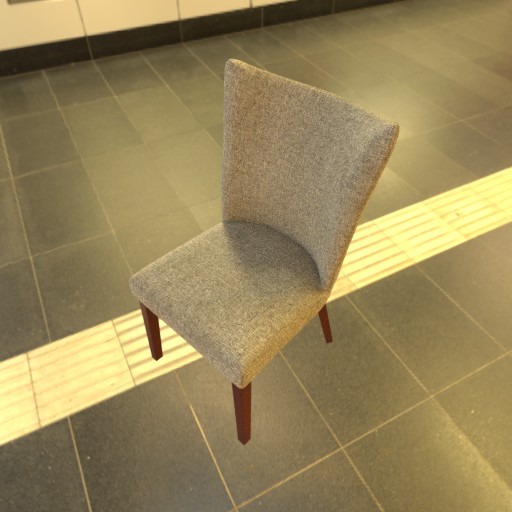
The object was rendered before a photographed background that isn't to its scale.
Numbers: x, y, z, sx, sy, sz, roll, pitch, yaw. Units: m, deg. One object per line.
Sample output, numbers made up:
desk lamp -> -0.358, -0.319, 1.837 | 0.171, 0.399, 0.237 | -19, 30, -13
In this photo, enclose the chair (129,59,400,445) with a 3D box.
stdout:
chair -> 0.000, 0.000, 1.332 | 0.535, 0.924, 0.623 | 34, 55, 28
